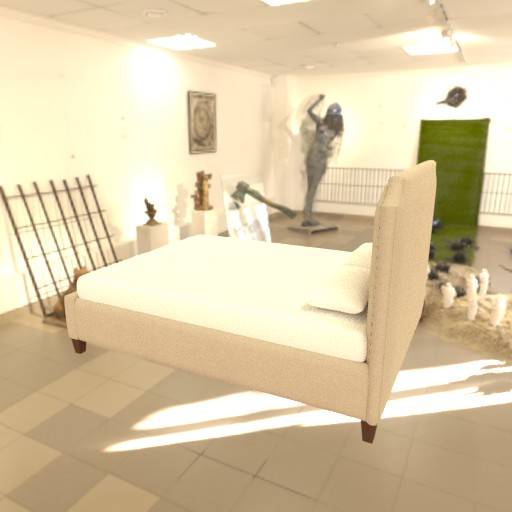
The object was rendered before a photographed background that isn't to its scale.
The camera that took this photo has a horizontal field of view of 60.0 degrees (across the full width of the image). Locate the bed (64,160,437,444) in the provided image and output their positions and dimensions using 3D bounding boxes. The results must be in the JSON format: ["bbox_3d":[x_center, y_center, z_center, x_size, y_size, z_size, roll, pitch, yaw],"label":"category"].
[{"bbox_3d":[0.000,0.000,3.422,2.372,1.443,1.713,8,17,26],"label":"bed"}]
